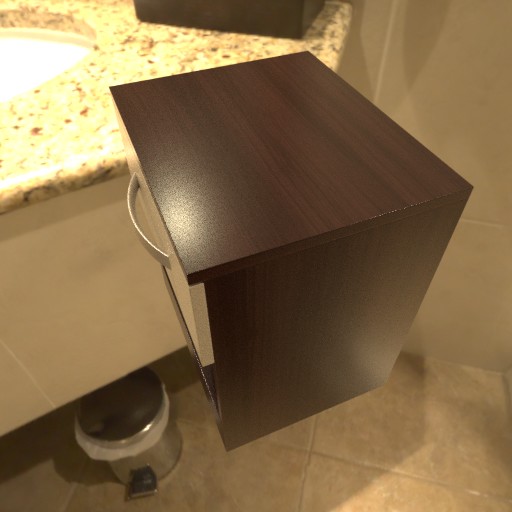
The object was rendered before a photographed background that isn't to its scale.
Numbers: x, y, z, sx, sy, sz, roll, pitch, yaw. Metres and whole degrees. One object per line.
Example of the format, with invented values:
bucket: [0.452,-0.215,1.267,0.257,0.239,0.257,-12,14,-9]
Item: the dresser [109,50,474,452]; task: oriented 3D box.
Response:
dresser: [0.000,0.000,0.744,0.360,0.470,0.400,-17,49,-15]
